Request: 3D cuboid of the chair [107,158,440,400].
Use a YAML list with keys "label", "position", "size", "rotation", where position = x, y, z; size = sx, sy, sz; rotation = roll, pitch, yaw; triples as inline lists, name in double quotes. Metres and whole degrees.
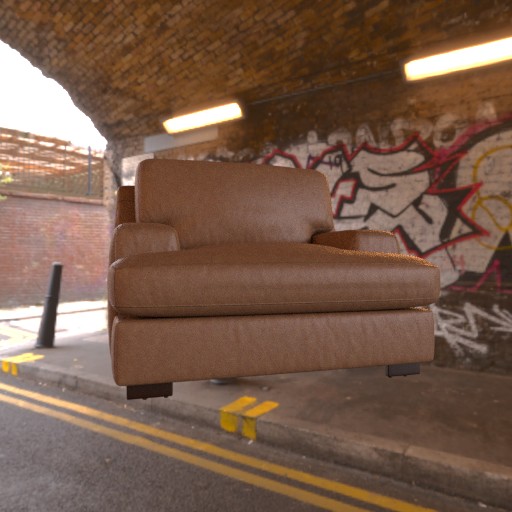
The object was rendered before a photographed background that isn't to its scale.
- label: "chair"
  position: [0.000, 0.000, 2.018]
  size: [1.276, 0.978, 1.050]
  rotation: [0, -1, -18]
